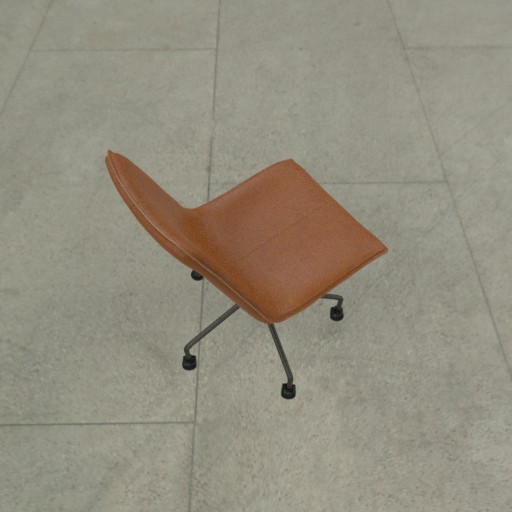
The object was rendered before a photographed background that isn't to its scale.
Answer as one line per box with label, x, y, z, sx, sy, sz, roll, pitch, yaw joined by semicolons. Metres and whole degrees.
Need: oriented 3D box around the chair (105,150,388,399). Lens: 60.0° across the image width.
chair;0.000;0.000;1.337;0.660;0.920;0.651;-32;63;-19
